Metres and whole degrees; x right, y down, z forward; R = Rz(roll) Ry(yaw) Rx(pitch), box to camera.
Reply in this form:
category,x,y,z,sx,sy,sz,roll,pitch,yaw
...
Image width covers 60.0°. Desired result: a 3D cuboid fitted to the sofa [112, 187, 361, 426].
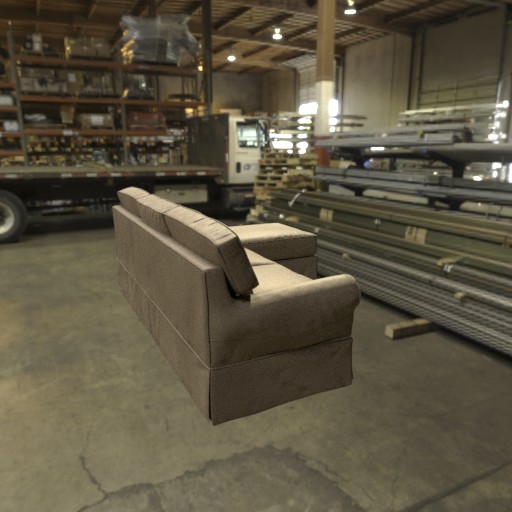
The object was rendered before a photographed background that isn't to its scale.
category,x,y,z,sx,sy,sz,roll,pitch,yaw
sofa,0.000,0.000,3.449,1.733,0.978,2.475,-7,16,-26
